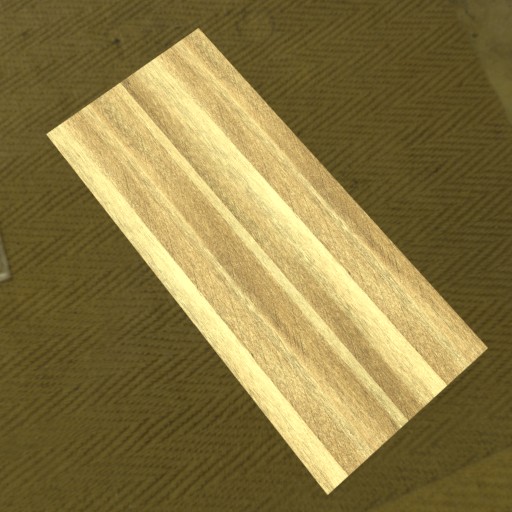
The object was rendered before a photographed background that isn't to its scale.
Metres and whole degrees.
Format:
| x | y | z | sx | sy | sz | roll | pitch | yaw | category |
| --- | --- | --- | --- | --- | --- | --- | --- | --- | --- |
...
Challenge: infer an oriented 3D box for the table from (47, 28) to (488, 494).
| x | y | z | sx | sy | sz | roll | pitch | yaw | category |
| --- | --- | --- | --- | --- | --- | --- | --- | --- | --- |
| 0.000 | 0.000 | 1.314 | 0.493 | 0.480 | 1.095 | -39 | 81 | -8 | table |
